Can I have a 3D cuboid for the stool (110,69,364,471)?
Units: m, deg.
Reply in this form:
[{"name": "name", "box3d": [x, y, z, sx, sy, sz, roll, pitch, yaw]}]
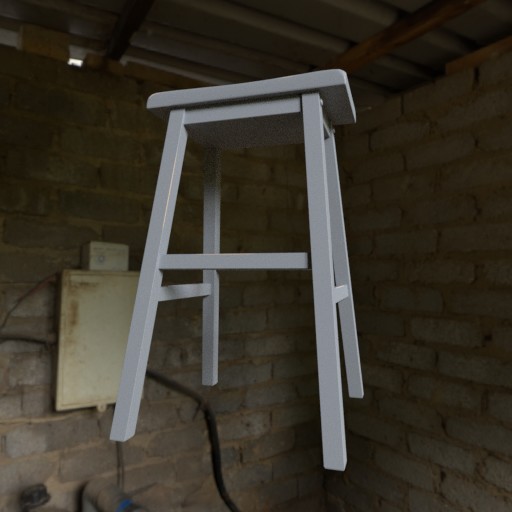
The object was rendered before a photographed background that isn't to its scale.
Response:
[{"name": "stool", "box3d": [0.000, 0.000, 1.045, 0.457, 0.737, 0.476, -1, -2, 17]}]
